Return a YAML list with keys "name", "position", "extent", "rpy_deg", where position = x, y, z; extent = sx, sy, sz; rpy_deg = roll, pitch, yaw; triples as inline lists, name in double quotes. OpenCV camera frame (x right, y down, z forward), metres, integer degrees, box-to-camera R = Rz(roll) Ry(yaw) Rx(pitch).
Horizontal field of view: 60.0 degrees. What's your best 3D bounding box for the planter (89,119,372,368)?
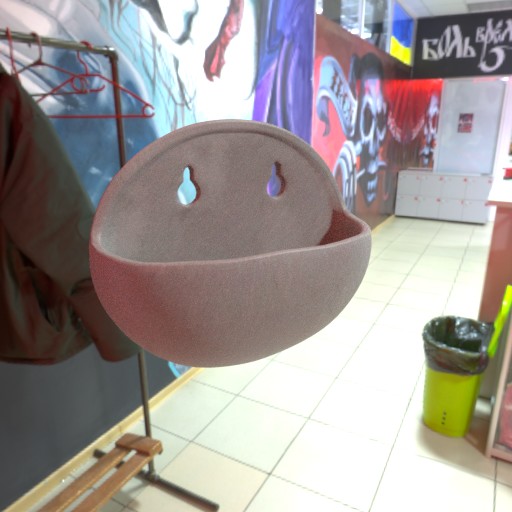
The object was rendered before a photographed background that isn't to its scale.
- name: "planter"
  position: [0.000, 0.000, 0.276]
  extent: [0.190, 0.164, 0.073]
  rpy_deg: [-9, 19, -27]
